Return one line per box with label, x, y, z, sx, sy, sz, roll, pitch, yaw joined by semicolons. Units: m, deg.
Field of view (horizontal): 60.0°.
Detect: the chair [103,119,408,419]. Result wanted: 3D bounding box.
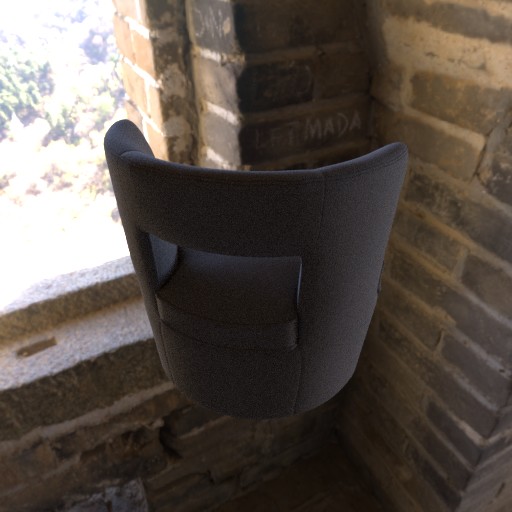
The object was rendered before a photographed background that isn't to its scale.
chair;0.000;0.000;1.215;0.689;0.719;0.660;9;33;14
